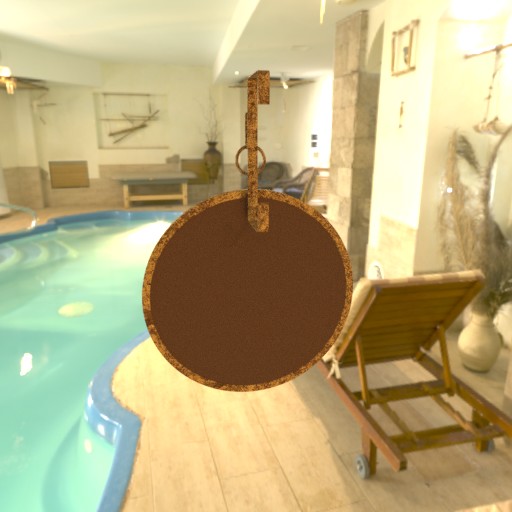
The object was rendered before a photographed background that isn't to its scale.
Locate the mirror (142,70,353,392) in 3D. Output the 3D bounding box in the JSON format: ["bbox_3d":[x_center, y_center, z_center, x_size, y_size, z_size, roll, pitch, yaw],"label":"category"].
[{"bbox_3d":[0.000,0.000,0.856,0.447,0.651,0.144,-3,15,-10],"label":"mirror"}]
